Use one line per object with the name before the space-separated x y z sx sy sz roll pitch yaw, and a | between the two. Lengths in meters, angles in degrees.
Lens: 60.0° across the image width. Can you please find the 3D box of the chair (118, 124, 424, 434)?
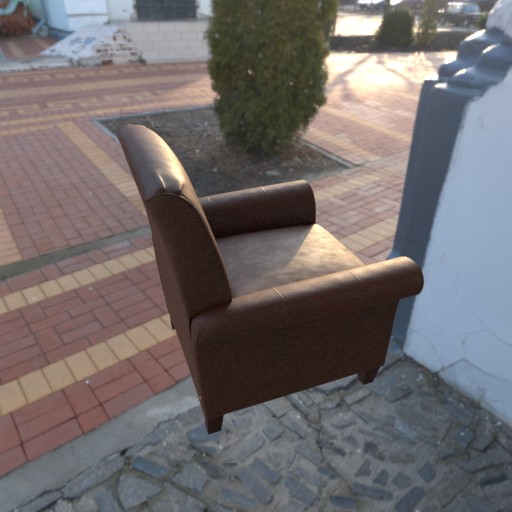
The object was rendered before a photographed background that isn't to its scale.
chair | 0.000 0.000 1.819 0.902 1.061 0.978 -11 32 -18
